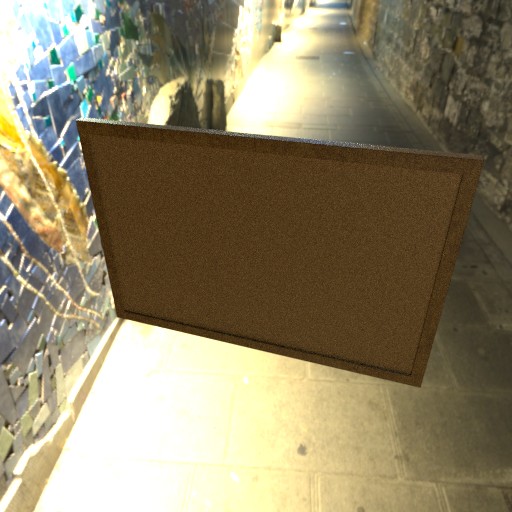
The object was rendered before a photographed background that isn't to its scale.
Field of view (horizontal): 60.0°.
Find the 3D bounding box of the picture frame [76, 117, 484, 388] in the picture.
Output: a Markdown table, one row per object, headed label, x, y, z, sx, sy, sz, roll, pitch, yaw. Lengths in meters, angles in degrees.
| label | x | y | z | sx | sy | sz | roll | pitch | yaw |
| --- | --- | --- | --- | --- | --- | --- | --- | --- | --- |
| picture frame | 0.000 | 0.000 | 1.138 | 0.922 | 0.621 | 0.029 | 10 | 33 | 15 |
